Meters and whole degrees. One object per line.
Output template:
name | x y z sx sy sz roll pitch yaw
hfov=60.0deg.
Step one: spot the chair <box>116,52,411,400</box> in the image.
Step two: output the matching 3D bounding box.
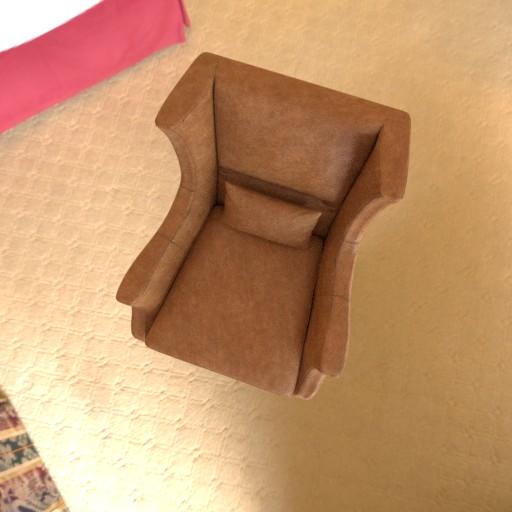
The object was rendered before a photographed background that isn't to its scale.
chair | 0.000 0.000 1.712 0.853 1.016 0.926 19 77 4
